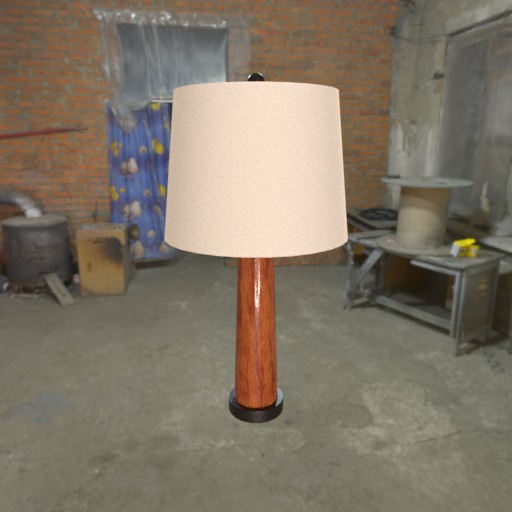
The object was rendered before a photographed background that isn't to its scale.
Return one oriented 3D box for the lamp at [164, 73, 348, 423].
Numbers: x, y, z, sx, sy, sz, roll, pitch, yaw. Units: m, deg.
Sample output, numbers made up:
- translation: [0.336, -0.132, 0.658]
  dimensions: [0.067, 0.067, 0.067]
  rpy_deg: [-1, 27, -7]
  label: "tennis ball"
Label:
- translation: [0.000, 0.000, 0.865]
  dimensions: [0.349, 0.667, 0.349]
  rpy_deg: [0, 15, 0]
  label: "lamp"
